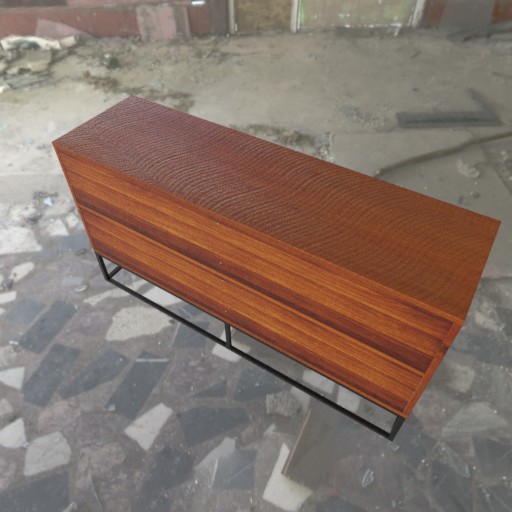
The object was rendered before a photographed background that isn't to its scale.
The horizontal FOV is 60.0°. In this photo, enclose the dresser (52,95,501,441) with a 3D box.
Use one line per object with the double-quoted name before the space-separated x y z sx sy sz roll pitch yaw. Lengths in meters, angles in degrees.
"dresser" 0.000 0.000 1.826 1.536 0.810 0.464 25 52 21
